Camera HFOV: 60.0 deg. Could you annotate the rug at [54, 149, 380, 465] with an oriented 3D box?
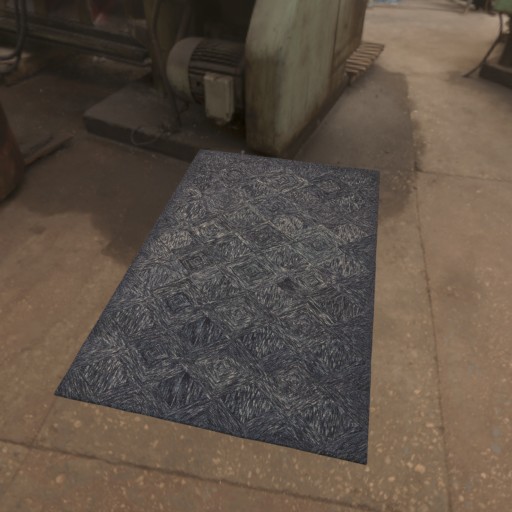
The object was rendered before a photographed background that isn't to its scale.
[{"bbox_3d":[0.000,0.000,2.150,1.139,0.010,1.754,9,45,9],"label":"rug"}]
